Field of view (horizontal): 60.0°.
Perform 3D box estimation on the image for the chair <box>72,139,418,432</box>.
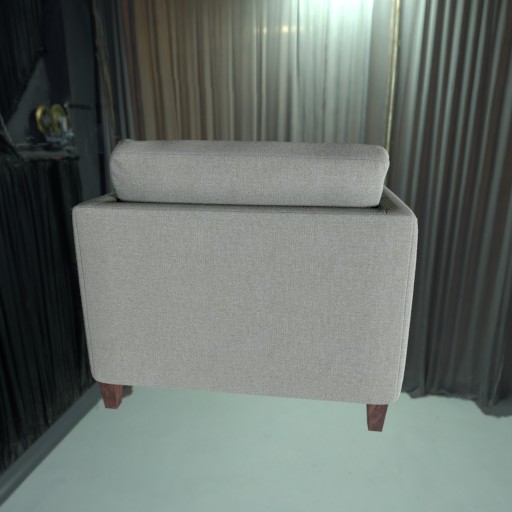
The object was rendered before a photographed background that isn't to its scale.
[{"bbox_3d":[0.000,0.000,1.861,1.107,0.963,0.959,2,17,7],"label":"chair"}]
